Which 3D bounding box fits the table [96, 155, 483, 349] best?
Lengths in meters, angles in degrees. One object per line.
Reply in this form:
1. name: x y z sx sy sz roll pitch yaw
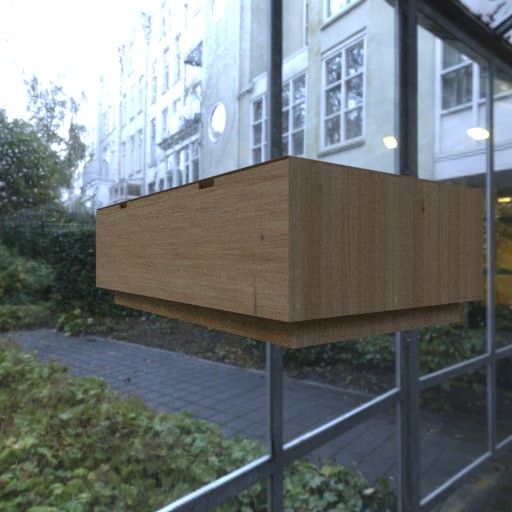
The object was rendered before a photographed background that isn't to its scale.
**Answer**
1. table: 0.000 0.000 1.420 0.678 0.353 1.110 0 0 -36
